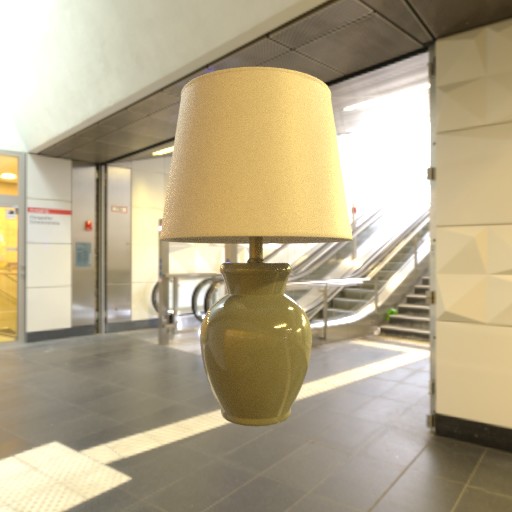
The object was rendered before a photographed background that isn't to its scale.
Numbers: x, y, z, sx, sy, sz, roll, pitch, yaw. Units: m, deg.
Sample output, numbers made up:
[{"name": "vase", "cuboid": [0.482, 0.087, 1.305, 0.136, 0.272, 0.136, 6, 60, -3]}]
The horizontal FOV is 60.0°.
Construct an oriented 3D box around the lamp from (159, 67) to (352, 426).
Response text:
[{"name": "lamp", "cuboid": [0.000, 0.000, 0.561, 0.239, 0.399, 0.239, 0, 0, 0]}]
